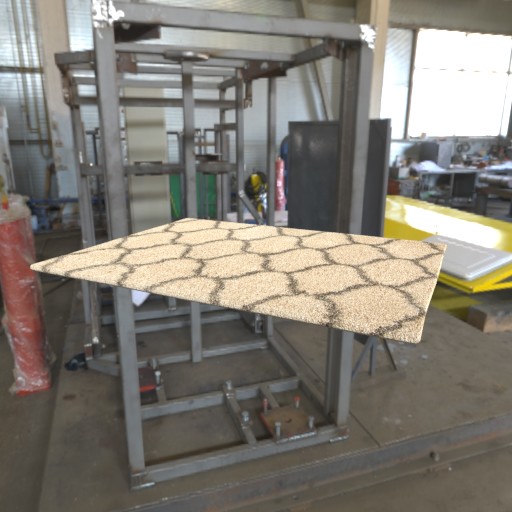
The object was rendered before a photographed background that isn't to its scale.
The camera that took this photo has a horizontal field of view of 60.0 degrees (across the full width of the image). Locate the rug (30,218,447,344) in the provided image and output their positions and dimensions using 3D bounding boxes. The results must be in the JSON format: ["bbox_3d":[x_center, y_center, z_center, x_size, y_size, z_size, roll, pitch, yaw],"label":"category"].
[{"bbox_3d":[0.000,0.000,2.095,1.600,0.025,1.200,8,18,25],"label":"rug"}]
